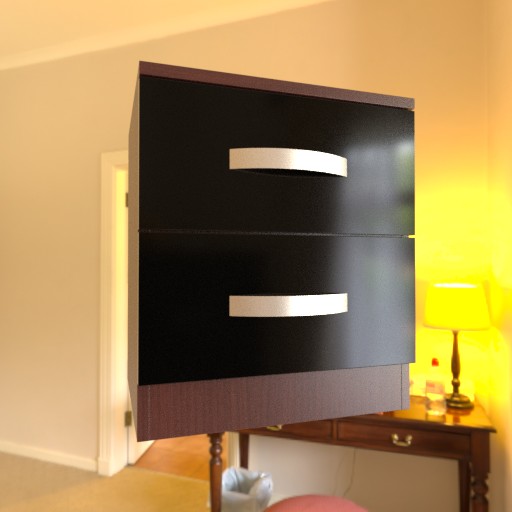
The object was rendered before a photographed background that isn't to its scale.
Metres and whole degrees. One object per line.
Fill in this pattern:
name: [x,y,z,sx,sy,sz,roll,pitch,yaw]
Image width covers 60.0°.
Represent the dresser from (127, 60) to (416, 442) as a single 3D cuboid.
dresser: [0.000,0.000,0.744,0.400,0.470,0.360,0,-1,-18]
